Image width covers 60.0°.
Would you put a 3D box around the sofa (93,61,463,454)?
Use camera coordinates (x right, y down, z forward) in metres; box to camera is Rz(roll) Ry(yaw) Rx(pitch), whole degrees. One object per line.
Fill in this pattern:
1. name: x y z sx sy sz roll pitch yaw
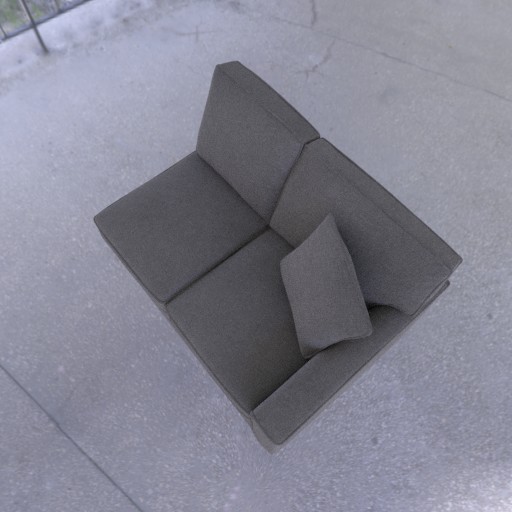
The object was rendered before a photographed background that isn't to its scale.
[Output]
1. sofa: 0.000 0.000 2.068 0.991 0.989 1.388 -36 68 -17
